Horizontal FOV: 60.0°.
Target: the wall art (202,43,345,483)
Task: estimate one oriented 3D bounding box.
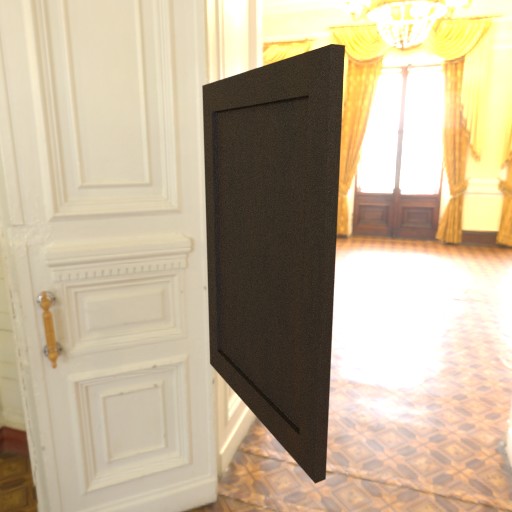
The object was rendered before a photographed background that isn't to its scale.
[{"bbox_3d":[0.000,0.000,0.658,0.017,0.513,0.359,-7,16,-27],"label":"wall art"}]
